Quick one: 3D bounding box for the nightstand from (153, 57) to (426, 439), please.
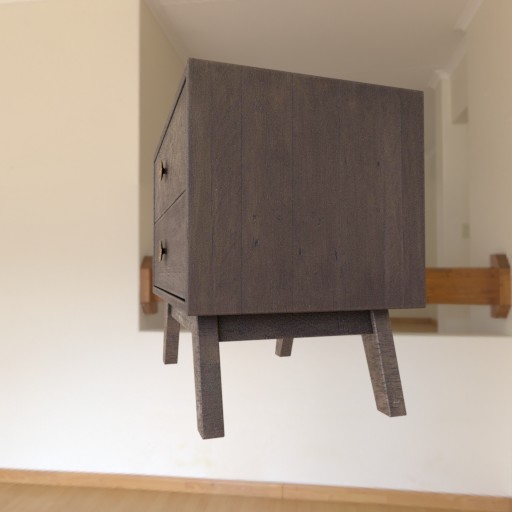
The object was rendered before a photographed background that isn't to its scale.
[{"bbox_3d":[0.000,0.000,1.055,0.450,0.599,0.650,0,-1,-18],"label":"nightstand"}]
